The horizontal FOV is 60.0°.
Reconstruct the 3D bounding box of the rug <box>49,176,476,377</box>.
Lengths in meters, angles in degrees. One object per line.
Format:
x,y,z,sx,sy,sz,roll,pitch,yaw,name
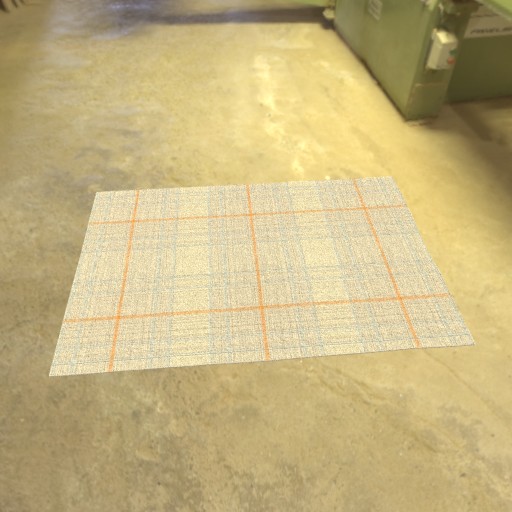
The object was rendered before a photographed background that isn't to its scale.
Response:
0.000,0.000,2.303,1.825,0.015,1.232,-4,47,-3,rug
